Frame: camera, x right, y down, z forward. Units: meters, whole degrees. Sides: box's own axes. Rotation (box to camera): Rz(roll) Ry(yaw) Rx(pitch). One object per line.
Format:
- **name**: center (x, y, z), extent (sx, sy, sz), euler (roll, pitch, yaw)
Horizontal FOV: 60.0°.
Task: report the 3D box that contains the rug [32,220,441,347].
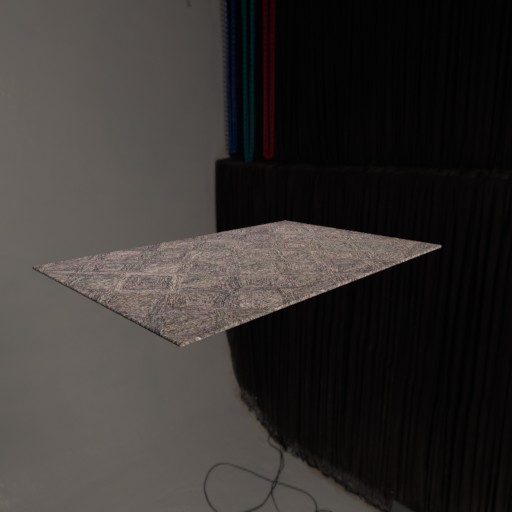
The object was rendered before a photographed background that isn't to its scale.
- **rug**: center (0.000, 0.000, 2.932), extent (1.501, 0.017, 2.298), euler (14, 20, 43)
